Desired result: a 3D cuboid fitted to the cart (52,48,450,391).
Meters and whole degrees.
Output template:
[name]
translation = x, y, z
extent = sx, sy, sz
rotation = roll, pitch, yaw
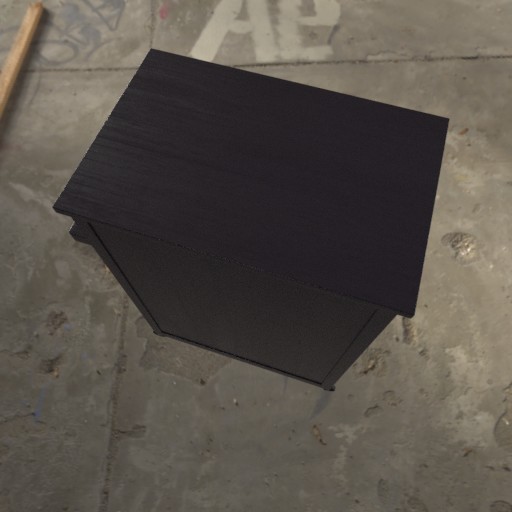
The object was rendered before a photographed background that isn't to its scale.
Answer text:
[cart]
translation = 0.000, 0.000, 1.248
extent = 0.690, 0.878, 0.449
rotation = 16, 65, 8
